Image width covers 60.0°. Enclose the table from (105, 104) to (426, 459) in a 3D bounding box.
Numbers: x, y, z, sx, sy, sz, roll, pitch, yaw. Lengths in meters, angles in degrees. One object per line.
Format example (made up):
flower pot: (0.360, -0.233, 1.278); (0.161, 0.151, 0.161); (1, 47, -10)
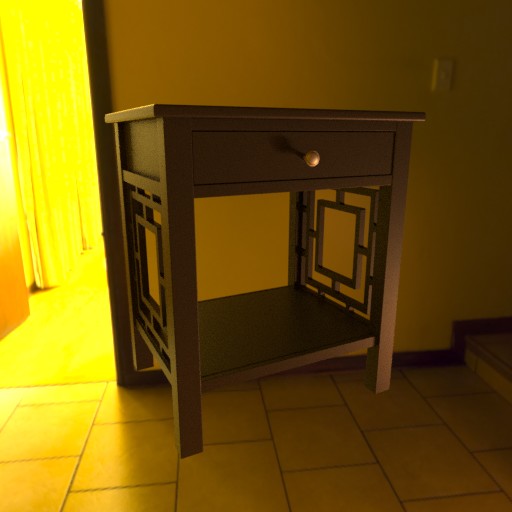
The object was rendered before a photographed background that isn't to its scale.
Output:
table: (0.000, 0.000, 1.053); (0.564, 0.646, 0.451); (-8, 17, -26)
